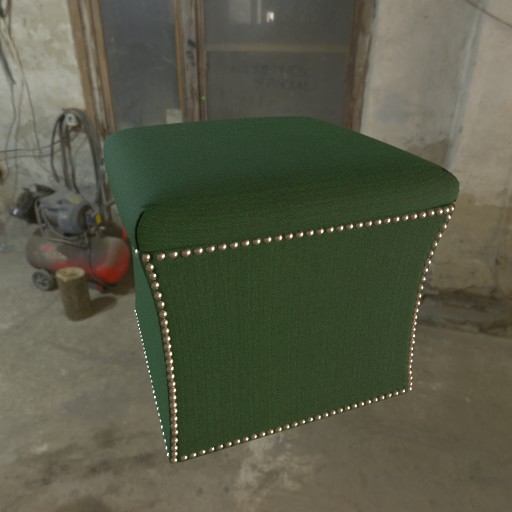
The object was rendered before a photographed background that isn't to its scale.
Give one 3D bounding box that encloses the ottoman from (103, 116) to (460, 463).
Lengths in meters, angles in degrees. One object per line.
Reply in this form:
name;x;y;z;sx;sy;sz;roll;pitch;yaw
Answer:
ottoman;0.000;0.000;0.878;0.507;0.475;0.497;-10;29;-18
